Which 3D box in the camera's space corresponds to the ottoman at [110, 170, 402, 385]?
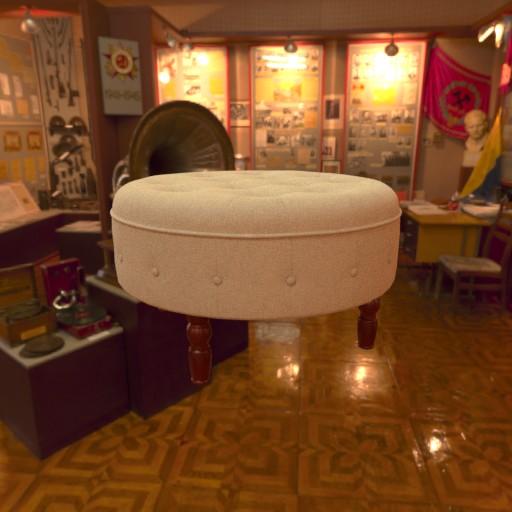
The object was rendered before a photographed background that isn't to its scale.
[{"bbox_3d":[0.000,0.000,1.397,0.849,0.478,0.849,0,16,0],"label":"ottoman"}]
